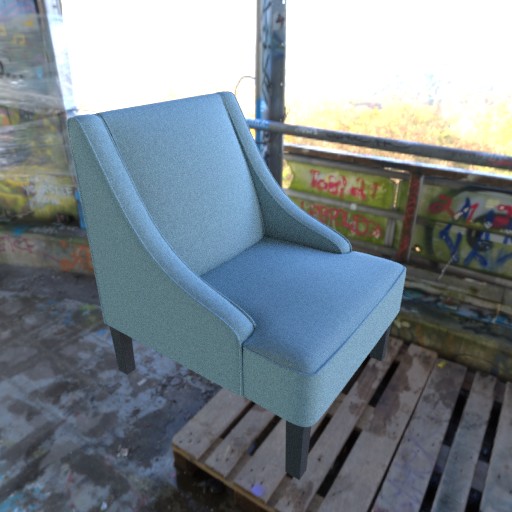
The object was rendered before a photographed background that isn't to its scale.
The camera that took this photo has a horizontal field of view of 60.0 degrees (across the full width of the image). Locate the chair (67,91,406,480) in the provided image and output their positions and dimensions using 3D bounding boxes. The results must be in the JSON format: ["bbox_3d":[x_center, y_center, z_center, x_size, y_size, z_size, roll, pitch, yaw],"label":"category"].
[{"bbox_3d":[0.000,0.000,1.820,1.025,1.133,0.857,18,32,31],"label":"chair"}]
